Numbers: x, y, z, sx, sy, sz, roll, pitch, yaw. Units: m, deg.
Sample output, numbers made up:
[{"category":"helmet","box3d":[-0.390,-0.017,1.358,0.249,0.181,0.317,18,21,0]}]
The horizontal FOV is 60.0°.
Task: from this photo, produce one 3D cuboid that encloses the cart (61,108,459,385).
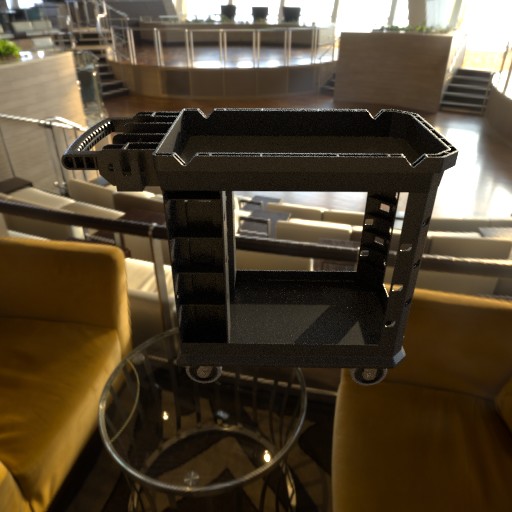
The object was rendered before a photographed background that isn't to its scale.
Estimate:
[{"category":"cart","box3d":[0.000,0.000,1.544,1.061,0.884,0.497,1,31,1]}]
